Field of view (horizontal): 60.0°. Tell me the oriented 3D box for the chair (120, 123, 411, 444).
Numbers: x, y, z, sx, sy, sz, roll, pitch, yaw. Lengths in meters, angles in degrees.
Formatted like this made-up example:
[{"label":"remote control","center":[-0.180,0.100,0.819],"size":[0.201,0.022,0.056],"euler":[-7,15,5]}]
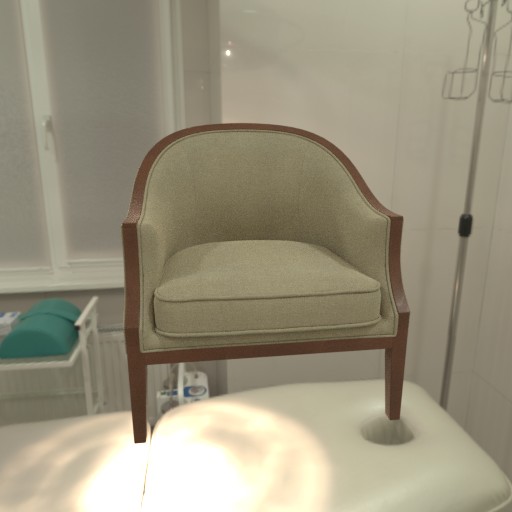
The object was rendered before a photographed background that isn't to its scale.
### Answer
[{"label":"chair","center":[0.000,0.000,1.481],"size":[0.803,0.876,0.735],"euler":[-2,15,-8]}]
